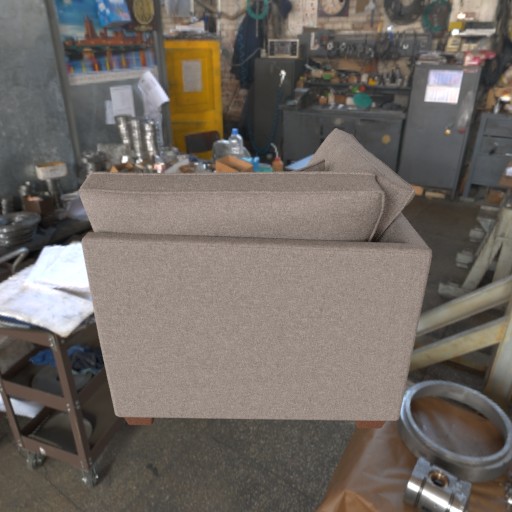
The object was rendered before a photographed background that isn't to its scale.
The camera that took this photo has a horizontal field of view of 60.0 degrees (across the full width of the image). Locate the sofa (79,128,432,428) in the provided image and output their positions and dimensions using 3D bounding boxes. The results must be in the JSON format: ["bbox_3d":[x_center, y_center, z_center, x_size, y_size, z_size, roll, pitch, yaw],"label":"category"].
[{"bbox_3d":[0.000,0.000,1.875,1.042,0.951,1.050,0,27,1],"label":"sofa"}]
